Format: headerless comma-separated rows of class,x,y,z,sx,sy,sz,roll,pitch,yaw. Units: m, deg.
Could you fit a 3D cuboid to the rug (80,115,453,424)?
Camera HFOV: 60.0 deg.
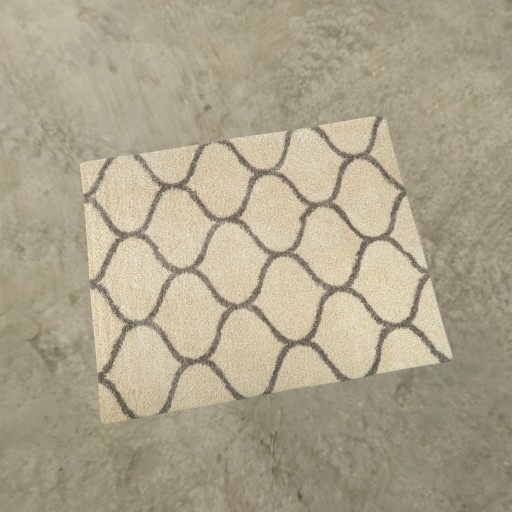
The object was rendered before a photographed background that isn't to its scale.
rug,0.000,0.000,4.010,3.000,0.026,2.399,-10,75,-3
